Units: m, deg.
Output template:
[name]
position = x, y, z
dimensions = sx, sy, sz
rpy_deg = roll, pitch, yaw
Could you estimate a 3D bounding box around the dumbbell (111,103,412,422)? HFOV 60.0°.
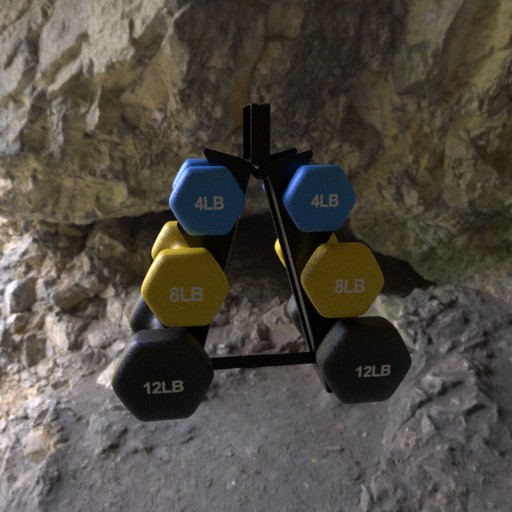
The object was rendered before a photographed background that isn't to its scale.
[dumbbell]
position = 0.000, 0.000, 0.659
dimensions = 0.409, 0.426, 0.255
rpy_deg = -2, 16, -8
